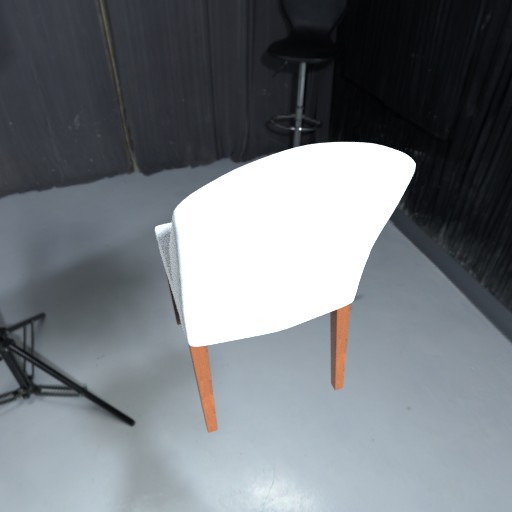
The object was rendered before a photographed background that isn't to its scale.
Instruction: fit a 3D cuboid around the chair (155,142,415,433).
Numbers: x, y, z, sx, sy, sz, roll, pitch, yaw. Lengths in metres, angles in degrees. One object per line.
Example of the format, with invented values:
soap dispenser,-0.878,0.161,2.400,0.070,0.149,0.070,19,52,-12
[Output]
chair,0.000,0.000,1.197,0.472,0.893,0.540,-13,43,-15
